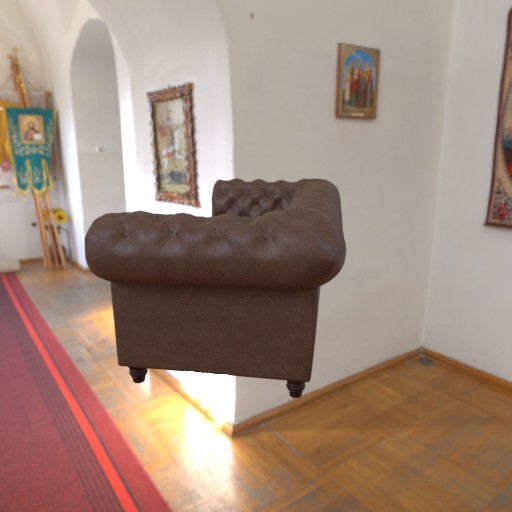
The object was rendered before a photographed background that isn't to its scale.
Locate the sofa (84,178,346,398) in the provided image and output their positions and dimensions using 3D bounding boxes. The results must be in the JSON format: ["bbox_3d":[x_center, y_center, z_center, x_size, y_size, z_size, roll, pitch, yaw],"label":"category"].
[{"bbox_3d":[0.000,0.000,2.552,0.955,0.784,2.048,2,14,9],"label":"sofa"}]
